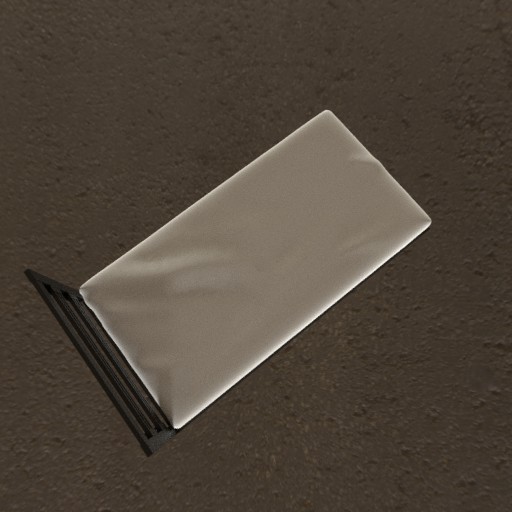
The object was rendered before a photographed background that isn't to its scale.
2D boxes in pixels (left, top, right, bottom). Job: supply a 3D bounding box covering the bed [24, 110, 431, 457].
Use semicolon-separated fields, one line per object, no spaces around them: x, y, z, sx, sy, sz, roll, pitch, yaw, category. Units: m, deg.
0.000;0.000;2.528;1.930;0.967;0.991;-37;79;-9;bed
